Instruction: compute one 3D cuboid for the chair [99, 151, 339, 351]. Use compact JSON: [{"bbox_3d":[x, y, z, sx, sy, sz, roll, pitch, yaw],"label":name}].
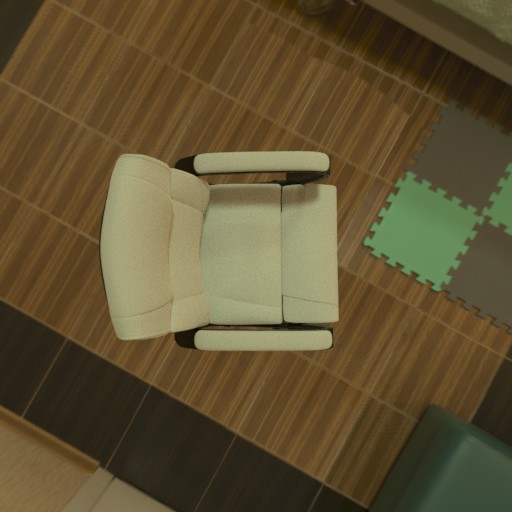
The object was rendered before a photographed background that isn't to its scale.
[{"bbox_3d":[0.000,0.000,1.498,0.717,1.004,0.739,0,88,1],"label":"chair"}]
